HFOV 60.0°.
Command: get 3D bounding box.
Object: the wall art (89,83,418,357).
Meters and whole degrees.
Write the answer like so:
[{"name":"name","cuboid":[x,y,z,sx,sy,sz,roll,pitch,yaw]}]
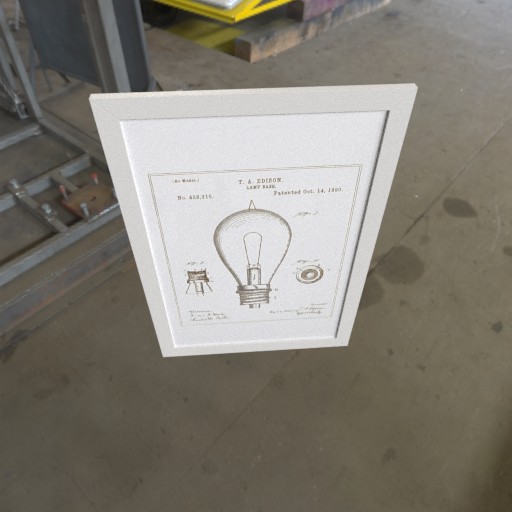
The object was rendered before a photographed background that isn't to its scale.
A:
[{"name":"wall art","cuboid":[0.000,0.000,0.611,0.325,0.474,0.010,-3,46,-3]}]
